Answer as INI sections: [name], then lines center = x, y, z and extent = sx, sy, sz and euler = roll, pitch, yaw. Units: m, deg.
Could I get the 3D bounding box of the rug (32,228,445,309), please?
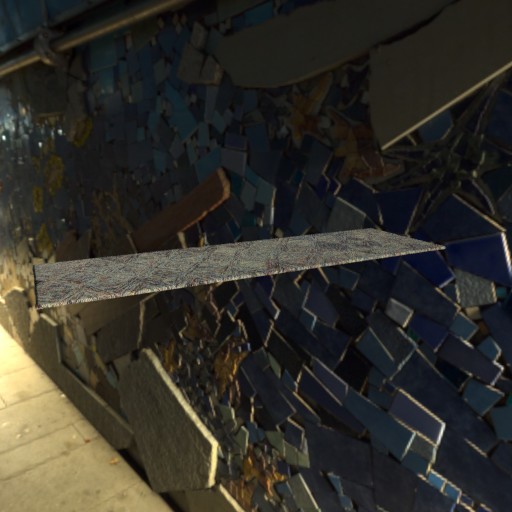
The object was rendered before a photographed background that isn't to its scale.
[rug]
center = 0.000, 0.000, 2.537
extent = 2.292, 0.015, 0.688
euler = -7, 16, -26
